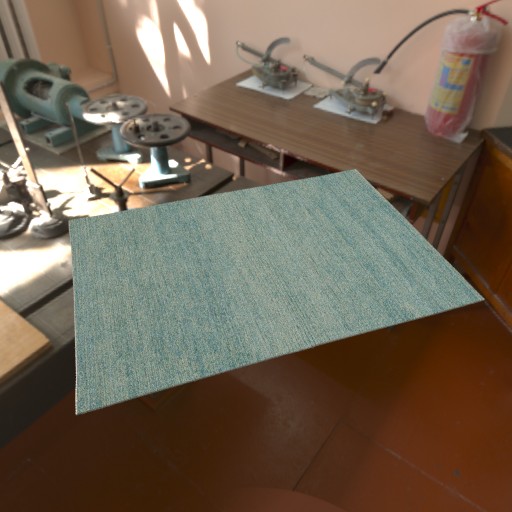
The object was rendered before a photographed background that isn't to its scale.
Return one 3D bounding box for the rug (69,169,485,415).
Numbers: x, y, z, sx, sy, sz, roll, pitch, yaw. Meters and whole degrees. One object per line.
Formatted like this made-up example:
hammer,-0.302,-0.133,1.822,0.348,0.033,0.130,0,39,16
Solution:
rug,0.000,0.000,2.883,2.305,0.029,1.593,-12,42,-14
